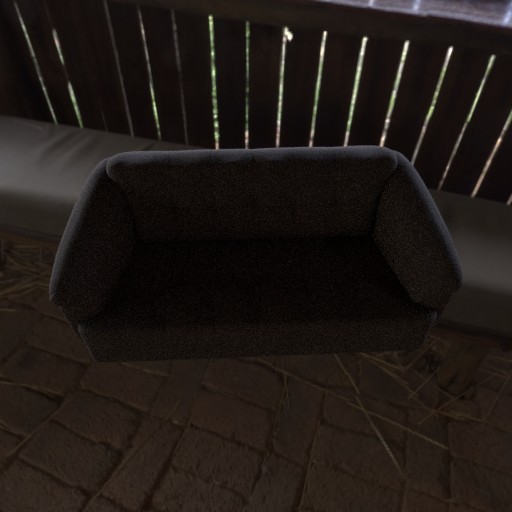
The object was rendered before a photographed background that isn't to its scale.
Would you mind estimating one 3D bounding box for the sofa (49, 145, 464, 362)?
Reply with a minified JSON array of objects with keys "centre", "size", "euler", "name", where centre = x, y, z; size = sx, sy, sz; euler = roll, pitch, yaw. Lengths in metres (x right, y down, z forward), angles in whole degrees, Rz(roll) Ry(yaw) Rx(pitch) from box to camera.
[{"centre":[0.000,0.000,2.298],"size":[1.849,0.790,0.887],"euler":[-2,46,-2],"name":"sofa"}]
